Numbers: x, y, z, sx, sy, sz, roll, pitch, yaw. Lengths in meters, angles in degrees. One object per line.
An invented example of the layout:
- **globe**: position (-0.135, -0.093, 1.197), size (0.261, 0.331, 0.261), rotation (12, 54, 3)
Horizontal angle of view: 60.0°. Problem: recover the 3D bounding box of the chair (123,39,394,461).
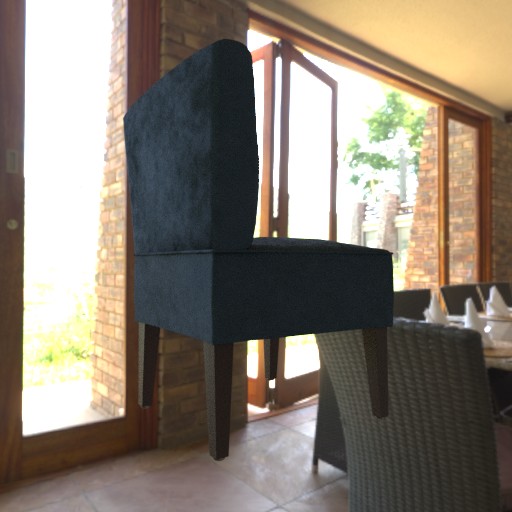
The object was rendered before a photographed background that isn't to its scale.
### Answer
- **chair**: position (0.000, 0.000, 1.155), size (0.551, 0.806, 0.521), rotation (1, -1, -35)
